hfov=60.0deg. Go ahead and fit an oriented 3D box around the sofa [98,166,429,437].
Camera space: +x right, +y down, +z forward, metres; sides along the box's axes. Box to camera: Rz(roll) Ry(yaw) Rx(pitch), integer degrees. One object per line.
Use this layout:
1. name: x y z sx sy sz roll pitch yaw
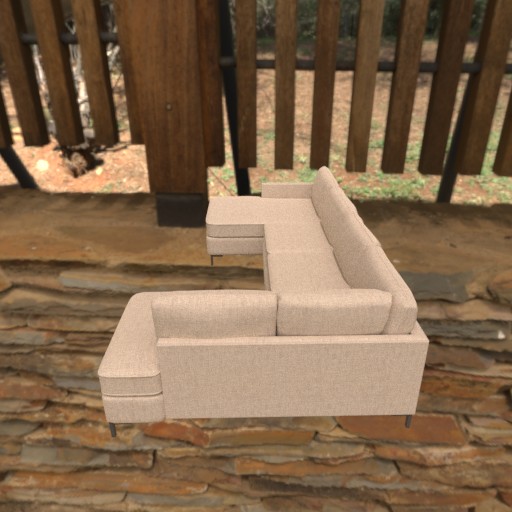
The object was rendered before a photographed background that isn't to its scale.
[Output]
1. sofa: 0.000 0.000 4.245 2.021 0.996 3.423 -1 26 -1
